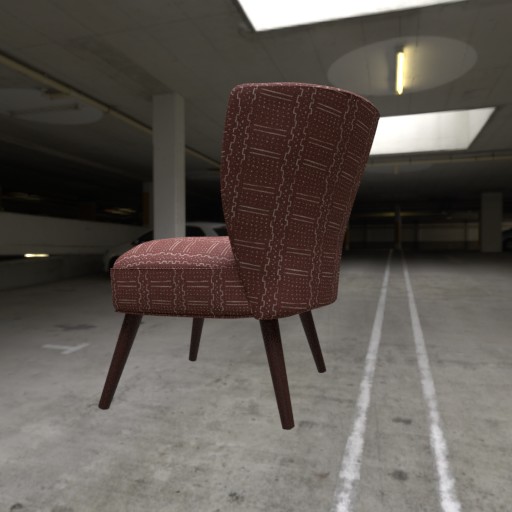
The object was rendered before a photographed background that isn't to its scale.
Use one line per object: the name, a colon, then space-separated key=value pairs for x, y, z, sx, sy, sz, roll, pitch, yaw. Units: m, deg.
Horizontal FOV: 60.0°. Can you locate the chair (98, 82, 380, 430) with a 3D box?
chair: x=0.000 y=0.000 z=1.410 sx=0.758 sy=0.866 sz=0.706 roll=0 pitch=1 yaw=17
